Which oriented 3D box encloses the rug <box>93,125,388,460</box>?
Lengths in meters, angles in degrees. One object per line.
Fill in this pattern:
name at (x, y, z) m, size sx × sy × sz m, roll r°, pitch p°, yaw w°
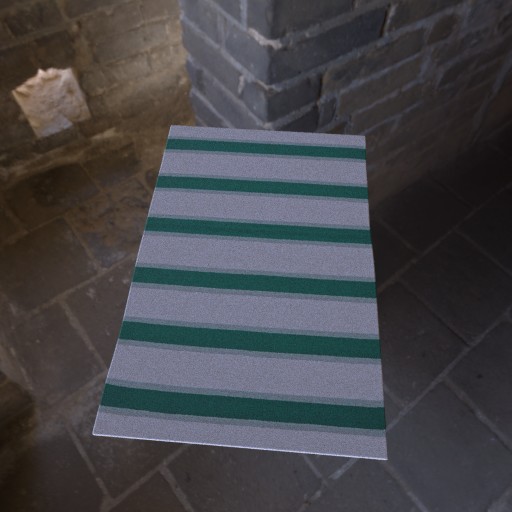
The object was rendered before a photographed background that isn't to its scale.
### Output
rug at (0.000, 0.000, 2.279) m, size 1.210 × 0.012 × 1.829 m, roll 4°, pitch 59°, yaw 2°
